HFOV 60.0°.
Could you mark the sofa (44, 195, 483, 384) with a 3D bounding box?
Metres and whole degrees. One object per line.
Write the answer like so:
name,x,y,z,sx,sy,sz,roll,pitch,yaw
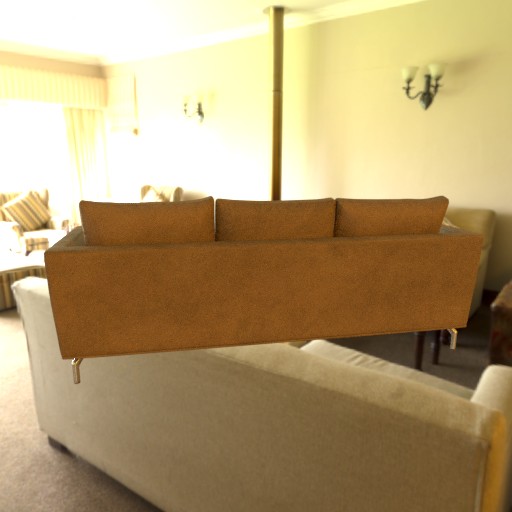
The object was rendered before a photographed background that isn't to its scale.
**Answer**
sofa,0.000,0.000,3.210,2.438,0.987,1.622,-2,13,-11
